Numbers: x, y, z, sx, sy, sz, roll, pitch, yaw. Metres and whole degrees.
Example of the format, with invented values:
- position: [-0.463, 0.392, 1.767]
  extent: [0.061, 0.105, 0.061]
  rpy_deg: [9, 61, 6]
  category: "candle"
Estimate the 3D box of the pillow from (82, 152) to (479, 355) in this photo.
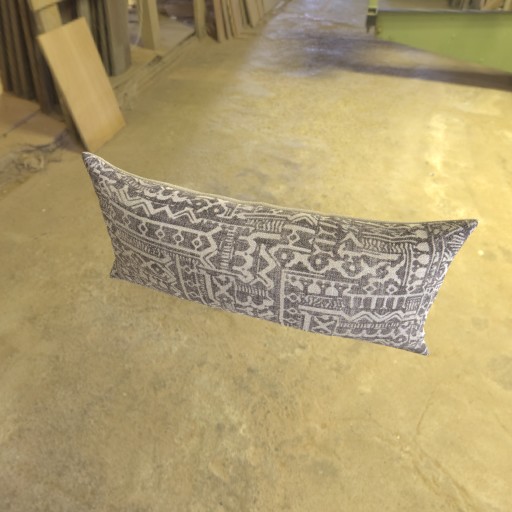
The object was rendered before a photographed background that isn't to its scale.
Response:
- position: [0.000, 0.000, 0.747]
  extent: [0.631, 0.290, 0.148]
  rpy_deg: [12, 43, 13]
  category: "pillow"
